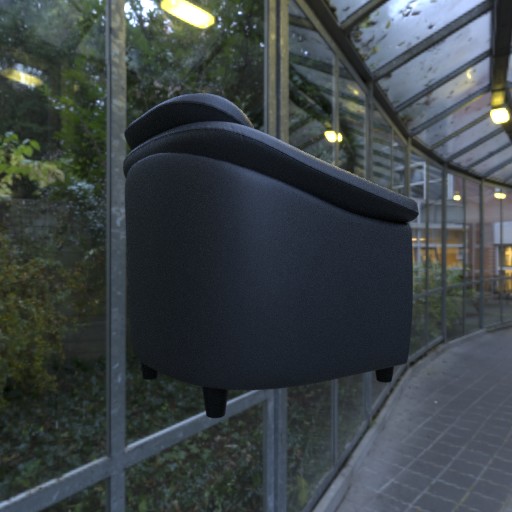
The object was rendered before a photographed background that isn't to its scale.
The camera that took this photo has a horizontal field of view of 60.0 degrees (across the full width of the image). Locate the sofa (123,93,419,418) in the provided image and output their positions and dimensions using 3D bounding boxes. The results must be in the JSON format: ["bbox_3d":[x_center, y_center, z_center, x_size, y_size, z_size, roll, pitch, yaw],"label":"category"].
[{"bbox_3d":[0.000,0.000,1.461,0.794,0.811,0.870,0,0,-35],"label":"sofa"}]
